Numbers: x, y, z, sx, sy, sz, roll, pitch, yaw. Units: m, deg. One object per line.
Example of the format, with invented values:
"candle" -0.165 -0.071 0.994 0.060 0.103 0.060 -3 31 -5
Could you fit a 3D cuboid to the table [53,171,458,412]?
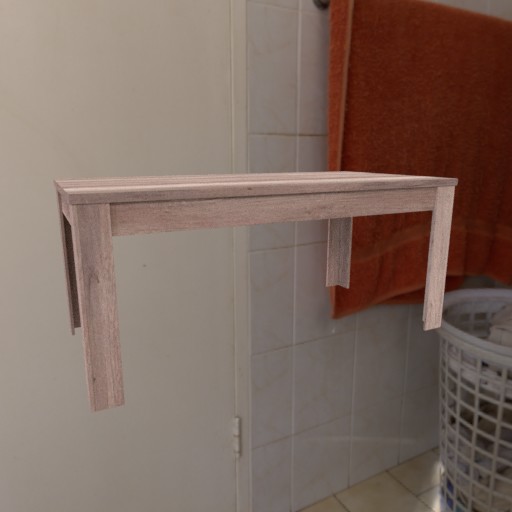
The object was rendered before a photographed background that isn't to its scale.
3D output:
"table" 0.000 0.000 2.294 1.800 0.790 0.900 -7 15 -26
